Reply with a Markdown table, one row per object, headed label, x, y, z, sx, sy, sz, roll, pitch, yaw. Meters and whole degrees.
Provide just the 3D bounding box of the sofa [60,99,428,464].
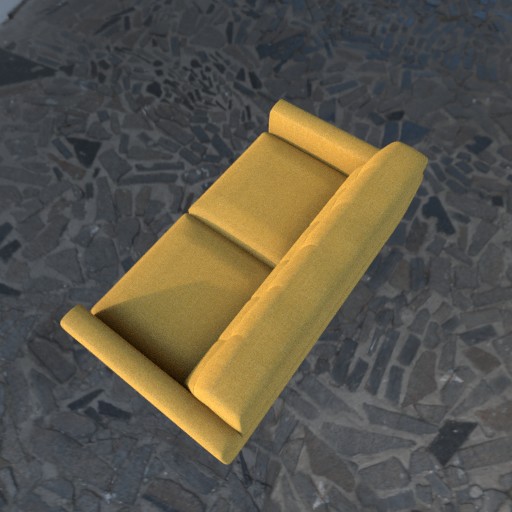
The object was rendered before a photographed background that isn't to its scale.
| label | x | y | z | sx | sy | sz | roll | pitch | yaw |
| --- | --- | --- | --- | --- | --- | --- | --- | --- | --- |
| sofa | 0.000 | 0.000 | 2.168 | 0.909 | 0.841 | 1.631 | 33 | 67 | 16 |
